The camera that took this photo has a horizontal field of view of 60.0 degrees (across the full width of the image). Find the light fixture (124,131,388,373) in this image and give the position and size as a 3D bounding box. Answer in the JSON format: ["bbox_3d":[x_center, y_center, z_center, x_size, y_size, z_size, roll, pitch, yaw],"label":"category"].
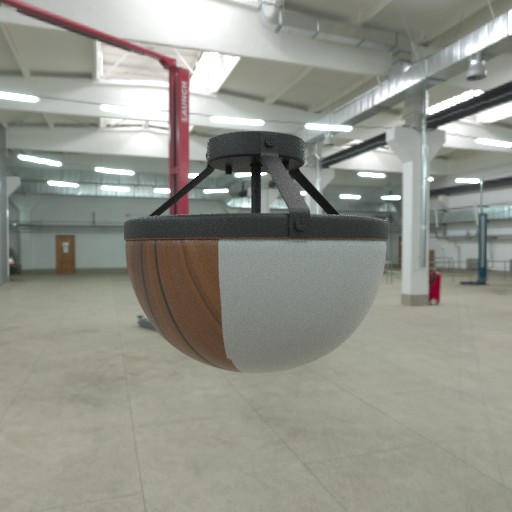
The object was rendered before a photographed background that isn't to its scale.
[{"bbox_3d":[0.000,0.000,0.532,0.304,0.269,0.304,0,1,0],"label":"light fixture"}]
